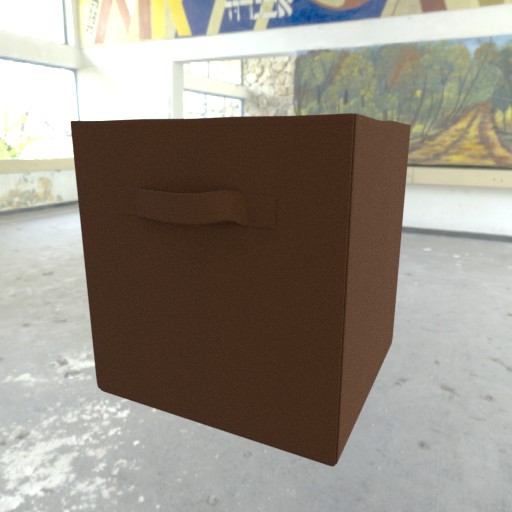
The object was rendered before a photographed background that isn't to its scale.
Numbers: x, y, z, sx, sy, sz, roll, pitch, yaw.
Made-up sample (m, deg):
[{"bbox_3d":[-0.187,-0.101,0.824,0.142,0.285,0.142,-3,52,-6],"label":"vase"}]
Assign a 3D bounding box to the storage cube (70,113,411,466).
[{"bbox_3d":[0.000,0.000,0.485,0.270,0.280,0.270,7,16,26],"label":"storage cube"}]
